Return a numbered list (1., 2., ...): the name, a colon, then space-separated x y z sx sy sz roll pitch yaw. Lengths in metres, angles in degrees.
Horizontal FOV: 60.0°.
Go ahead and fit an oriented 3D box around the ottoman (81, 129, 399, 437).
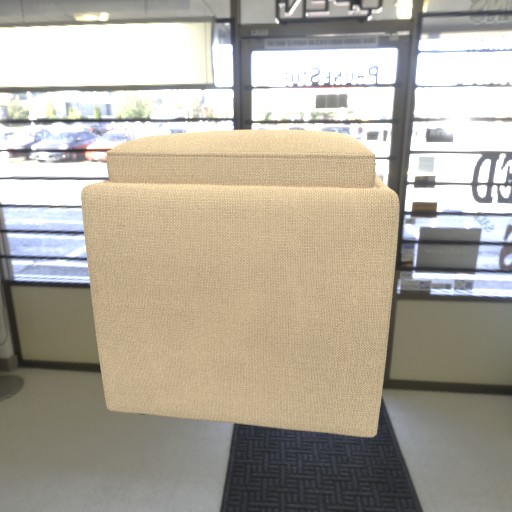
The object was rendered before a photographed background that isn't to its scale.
1. ottoman: 0.000 0.000 0.839 0.450 0.460 0.451 3 17 9
